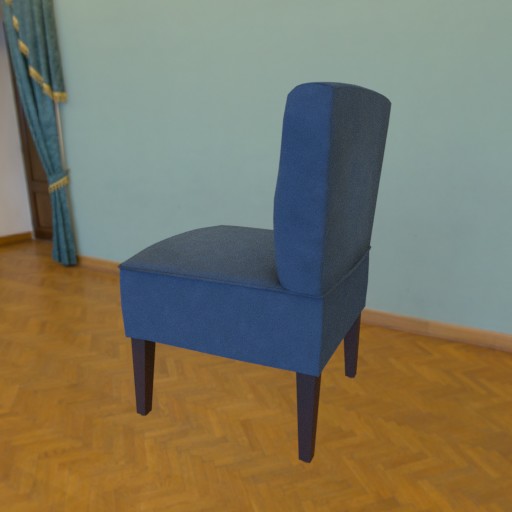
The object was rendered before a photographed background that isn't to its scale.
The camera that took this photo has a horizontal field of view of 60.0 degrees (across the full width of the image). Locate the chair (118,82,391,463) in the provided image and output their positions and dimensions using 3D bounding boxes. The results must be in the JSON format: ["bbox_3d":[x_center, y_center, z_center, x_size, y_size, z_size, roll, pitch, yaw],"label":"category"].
[{"bbox_3d":[0.000,0.000,1.153,0.551,0.806,0.521,8,18,25],"label":"chair"}]
